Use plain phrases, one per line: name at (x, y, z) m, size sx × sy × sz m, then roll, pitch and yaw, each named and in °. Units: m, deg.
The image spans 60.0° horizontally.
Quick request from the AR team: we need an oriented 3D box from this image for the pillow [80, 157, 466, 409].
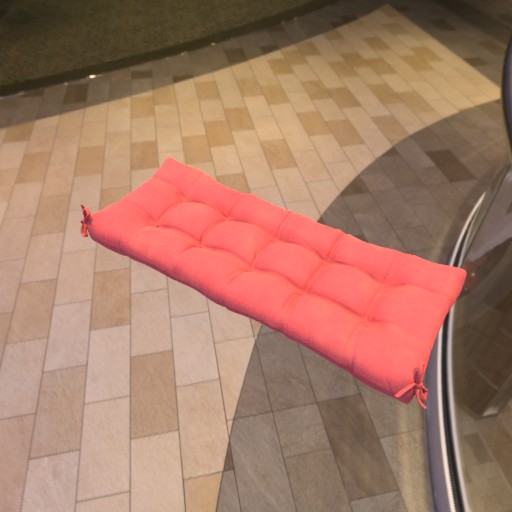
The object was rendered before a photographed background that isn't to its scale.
pillow at (0.000, 0.000, 1.364) m, size 1.194 × 0.174 × 0.511 m, roll 24°, pitch 50°, yaw 22°
